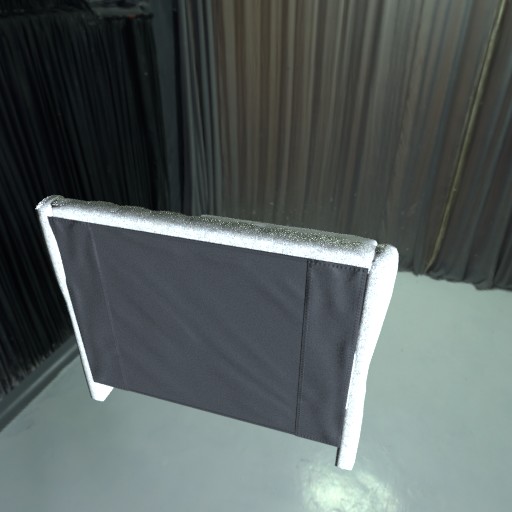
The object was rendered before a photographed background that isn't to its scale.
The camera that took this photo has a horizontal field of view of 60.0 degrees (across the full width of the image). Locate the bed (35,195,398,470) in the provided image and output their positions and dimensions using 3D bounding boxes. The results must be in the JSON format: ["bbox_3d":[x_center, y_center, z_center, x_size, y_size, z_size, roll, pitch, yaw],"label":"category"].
[{"bbox_3d":[0.000,0.000,3.853,2.219,1.771,2.347,9,34,15],"label":"bed"}]
